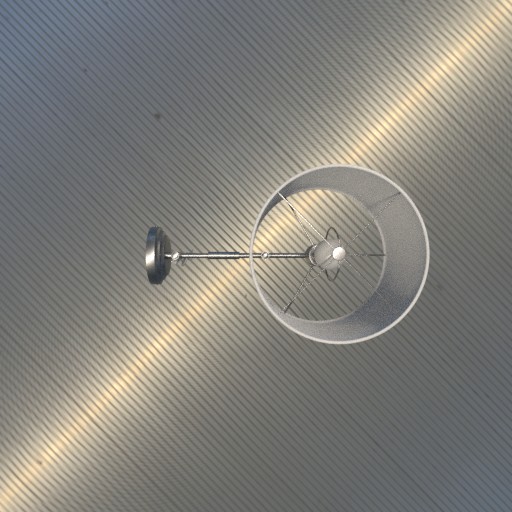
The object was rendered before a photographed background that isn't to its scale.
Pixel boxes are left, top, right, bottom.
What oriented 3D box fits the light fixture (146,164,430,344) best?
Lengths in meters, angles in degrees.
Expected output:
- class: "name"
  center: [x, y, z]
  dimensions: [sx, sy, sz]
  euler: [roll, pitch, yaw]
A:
- class: "light fixture"
  center: [0.000, 0.000, 1.037]
  dimensions: [0.479, 0.842, 0.253]
  euler: [0, 90, -1]
